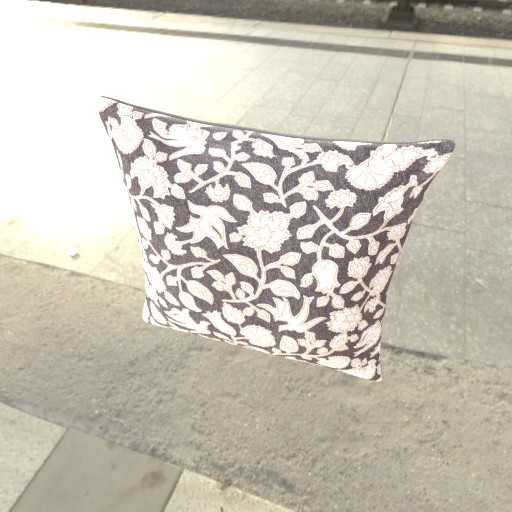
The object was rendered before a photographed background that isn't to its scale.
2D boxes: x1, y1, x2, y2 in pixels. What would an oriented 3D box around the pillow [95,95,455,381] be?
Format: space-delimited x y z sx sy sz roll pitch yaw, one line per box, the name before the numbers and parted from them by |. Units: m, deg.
pillow | 0.000 0.000 0.779 0.526 0.507 0.166 12 42 13
